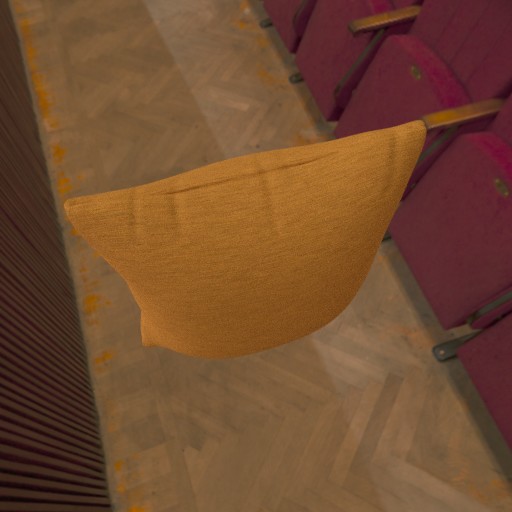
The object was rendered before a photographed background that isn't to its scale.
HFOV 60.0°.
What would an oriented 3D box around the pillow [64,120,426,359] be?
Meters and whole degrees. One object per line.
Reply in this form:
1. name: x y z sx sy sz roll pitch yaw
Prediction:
1. pillow: 0.000 0.000 0.676 0.435 0.417 0.247 -15 60 -9
